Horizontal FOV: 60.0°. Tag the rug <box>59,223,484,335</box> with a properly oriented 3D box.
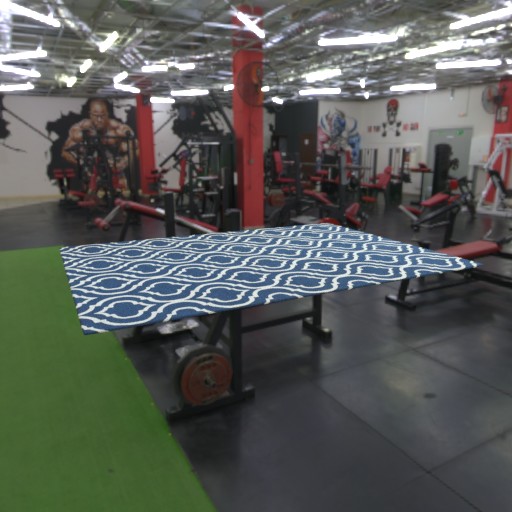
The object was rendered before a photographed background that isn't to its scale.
[{"bbox_3d":[0.000,0.000,2.711,2.134,0.010,1.524,-7,16,-25],"label":"rug"}]
